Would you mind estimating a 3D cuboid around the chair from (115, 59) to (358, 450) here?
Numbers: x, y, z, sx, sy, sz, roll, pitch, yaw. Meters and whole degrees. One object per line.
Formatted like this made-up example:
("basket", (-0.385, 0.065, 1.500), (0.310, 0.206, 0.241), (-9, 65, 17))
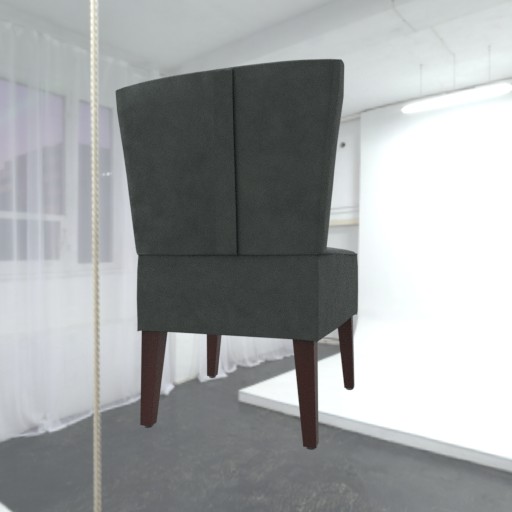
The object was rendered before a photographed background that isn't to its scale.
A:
("chair", (0.000, 0.000, 1.194), (0.521, 0.806, 0.554), (0, 0, 18))
